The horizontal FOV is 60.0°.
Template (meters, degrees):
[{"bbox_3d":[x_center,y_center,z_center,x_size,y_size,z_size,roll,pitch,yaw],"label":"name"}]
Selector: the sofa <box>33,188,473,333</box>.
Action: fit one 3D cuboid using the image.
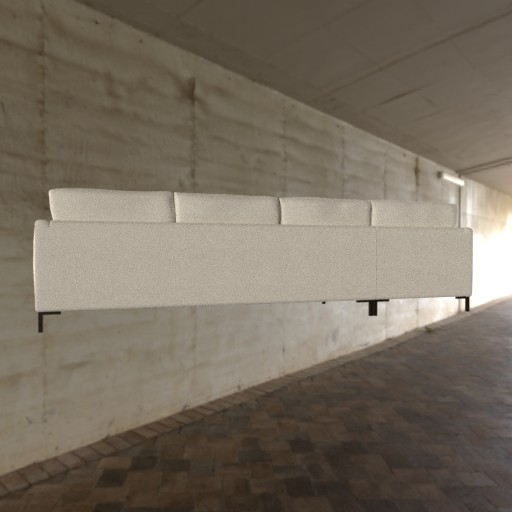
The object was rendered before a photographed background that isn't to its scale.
[{"bbox_3d":[0.000,0.000,3.710,3.186,0.875,1.467,0,1,-17],"label":"sofa"}]
